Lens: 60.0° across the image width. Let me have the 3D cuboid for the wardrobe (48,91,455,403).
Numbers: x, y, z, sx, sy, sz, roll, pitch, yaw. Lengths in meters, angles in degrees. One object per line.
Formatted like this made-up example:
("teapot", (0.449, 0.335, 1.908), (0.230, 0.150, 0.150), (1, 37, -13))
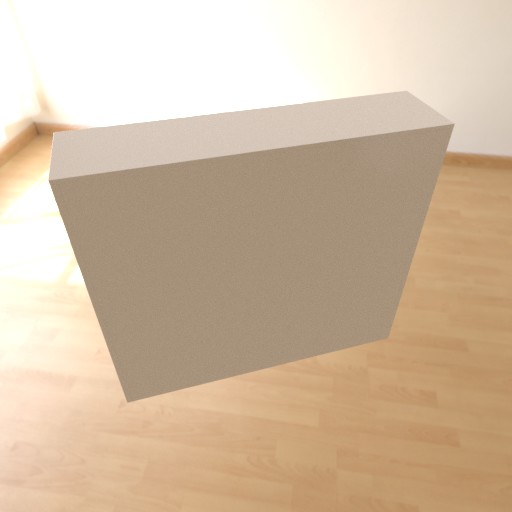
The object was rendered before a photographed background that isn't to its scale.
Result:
("wardrobe", (0.000, 0.000, 1.930), (1.340, 1.200, 0.360), (-11, 42, -12))
